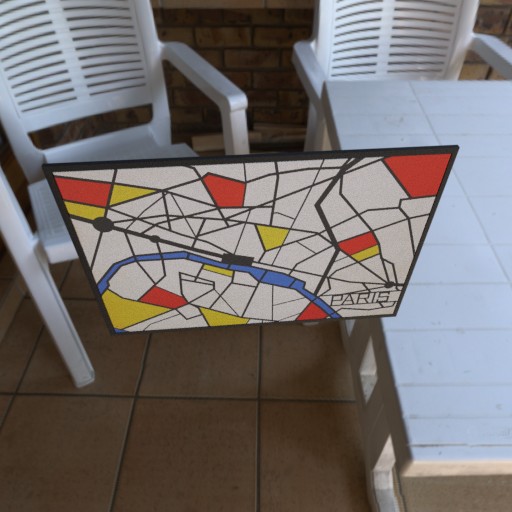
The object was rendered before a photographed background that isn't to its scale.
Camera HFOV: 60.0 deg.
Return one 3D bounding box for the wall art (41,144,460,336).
[{"bbox_3d":[0.000,0.000,1.260,0.963,0.665,0.013,-3,46,-3],"label":"wall art"}]
